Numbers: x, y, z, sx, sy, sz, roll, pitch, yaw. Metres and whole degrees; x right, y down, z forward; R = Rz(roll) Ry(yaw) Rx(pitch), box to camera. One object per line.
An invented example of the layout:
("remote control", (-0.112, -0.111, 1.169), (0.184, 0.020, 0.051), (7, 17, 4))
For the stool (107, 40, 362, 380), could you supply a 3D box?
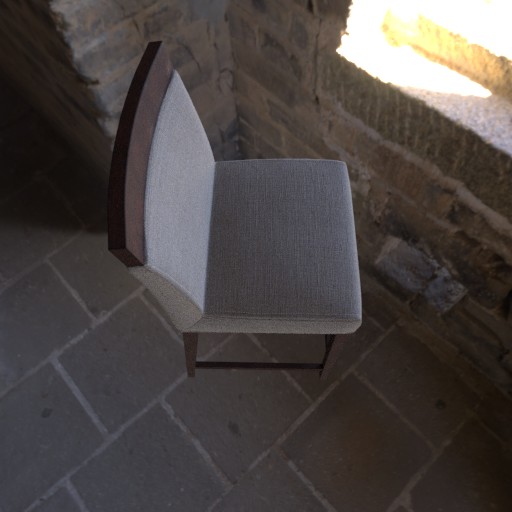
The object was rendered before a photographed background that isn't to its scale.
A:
("stool", (0.000, 0.000, 1.274), (0.531, 1.009, 0.512), (1, 62, 0))
